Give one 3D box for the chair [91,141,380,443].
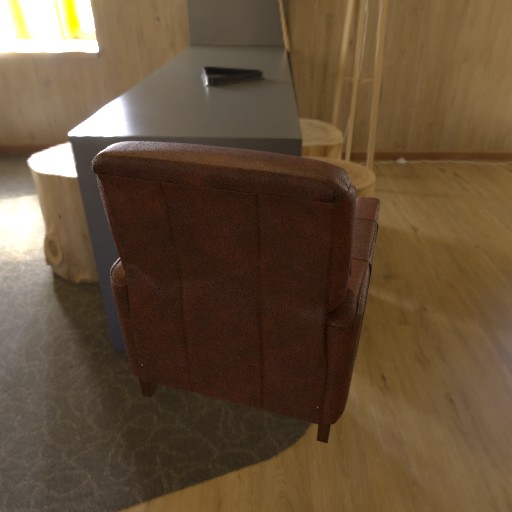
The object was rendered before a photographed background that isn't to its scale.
[{"bbox_3d":[0.000,0.000,1.660,0.843,1.043,0.836,9,33,14],"label":"chair"}]
